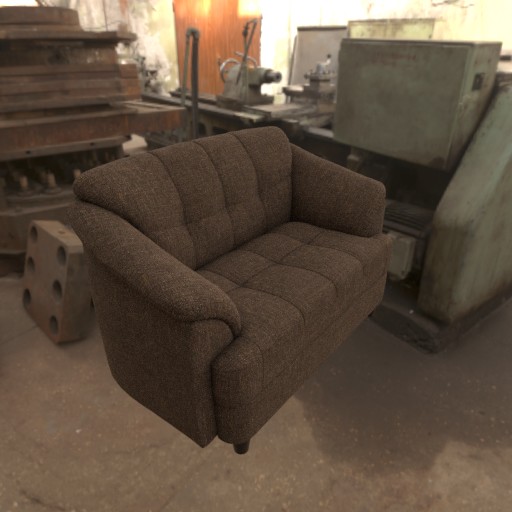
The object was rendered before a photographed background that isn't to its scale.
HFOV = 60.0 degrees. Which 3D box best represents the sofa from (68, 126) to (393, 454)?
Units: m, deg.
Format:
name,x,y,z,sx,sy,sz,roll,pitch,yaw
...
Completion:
name,x,y,z,sx,sy,sz,roll,pitch,yaw
sofa,0.000,0.000,1.913,0.799,0.895,1.404,19,32,33
